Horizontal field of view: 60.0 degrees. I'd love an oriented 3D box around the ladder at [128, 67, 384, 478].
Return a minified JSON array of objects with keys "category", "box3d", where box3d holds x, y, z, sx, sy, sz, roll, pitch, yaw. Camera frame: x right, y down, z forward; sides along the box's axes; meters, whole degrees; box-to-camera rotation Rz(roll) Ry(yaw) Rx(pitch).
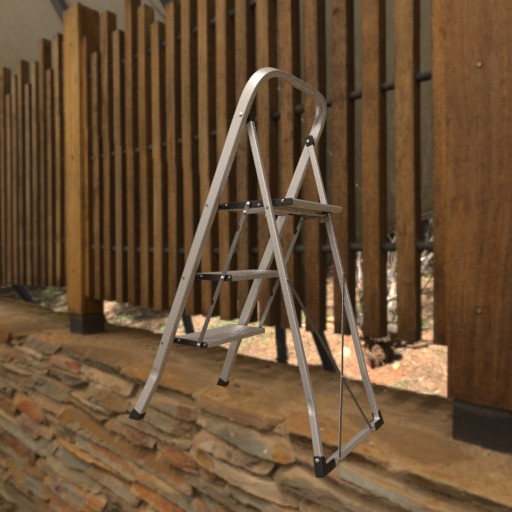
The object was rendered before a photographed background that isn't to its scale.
[{"category":"ladder","box3d":[0.000,0.000,1.433,0.704,1.070,0.465,1,1,36]}]
